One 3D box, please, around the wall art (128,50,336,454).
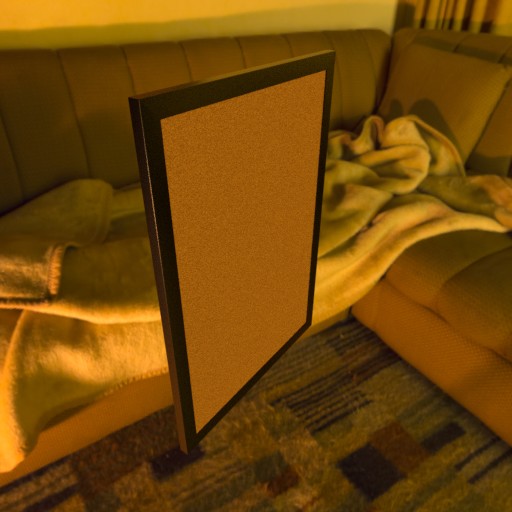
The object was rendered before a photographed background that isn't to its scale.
[{"bbox_3d":[0.000,0.000,0.546,0.013,0.432,0.304,22,38,30],"label":"wall art"}]
